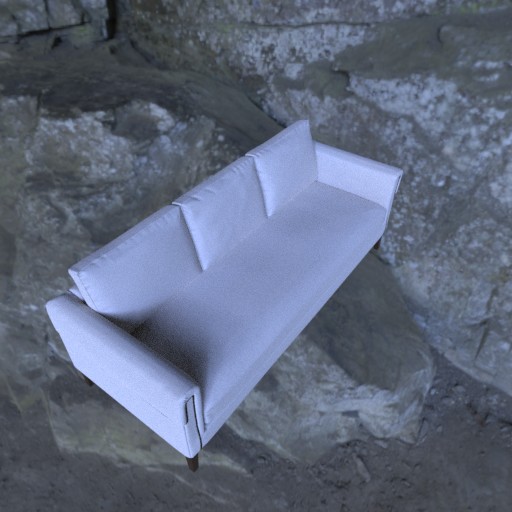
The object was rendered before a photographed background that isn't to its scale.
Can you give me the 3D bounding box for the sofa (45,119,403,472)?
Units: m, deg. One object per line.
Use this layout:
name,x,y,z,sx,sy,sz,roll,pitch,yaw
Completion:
sofa,0.000,0.000,2.697,0.902,0.911,2.198,26,48,27
